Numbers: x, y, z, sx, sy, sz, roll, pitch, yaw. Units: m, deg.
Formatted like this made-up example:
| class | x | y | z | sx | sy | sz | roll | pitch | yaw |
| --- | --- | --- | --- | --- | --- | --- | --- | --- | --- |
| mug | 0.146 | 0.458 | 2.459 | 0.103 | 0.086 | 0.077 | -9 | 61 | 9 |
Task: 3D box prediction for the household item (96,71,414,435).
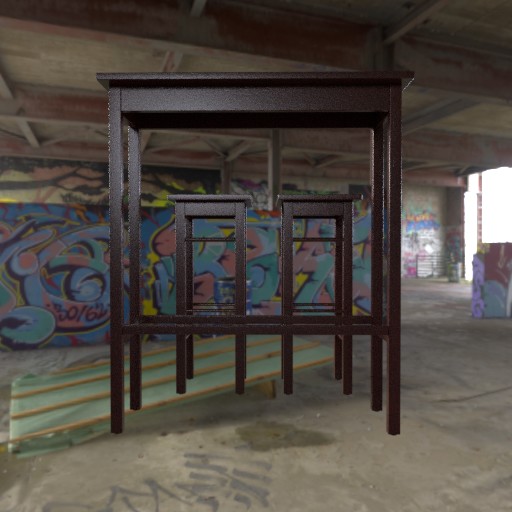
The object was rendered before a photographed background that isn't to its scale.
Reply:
| class | x | y | z | sx | sy | sz | roll | pitch | yaw |
| --- | --- | --- | --- | --- | --- | --- | --- | --- | --- |
| household item | 0.000 | 0.000 | 1.617 | 0.914 | 1.067 | 0.676 | 0 | 1 | 1 |
